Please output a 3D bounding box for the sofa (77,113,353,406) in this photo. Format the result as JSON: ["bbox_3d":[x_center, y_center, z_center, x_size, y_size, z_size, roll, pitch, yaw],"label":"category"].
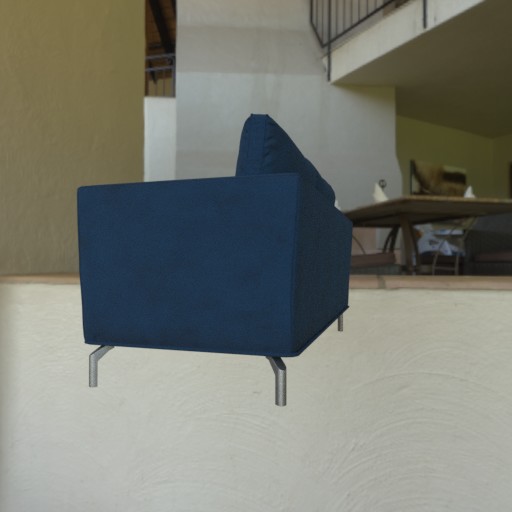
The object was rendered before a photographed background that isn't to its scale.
[{"bbox_3d":[0.000,0.000,2.344,0.853,1.002,1.770,0,-1,17],"label":"sofa"}]
